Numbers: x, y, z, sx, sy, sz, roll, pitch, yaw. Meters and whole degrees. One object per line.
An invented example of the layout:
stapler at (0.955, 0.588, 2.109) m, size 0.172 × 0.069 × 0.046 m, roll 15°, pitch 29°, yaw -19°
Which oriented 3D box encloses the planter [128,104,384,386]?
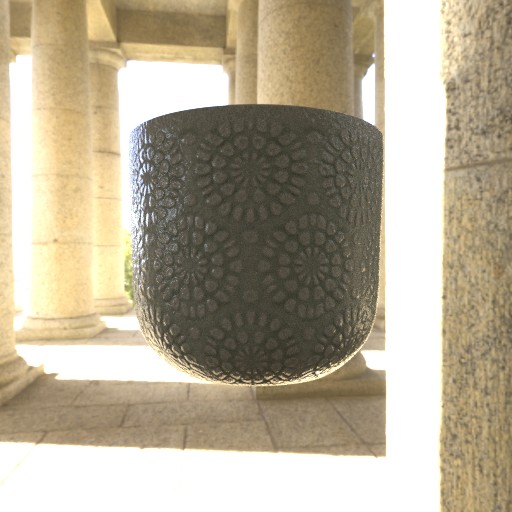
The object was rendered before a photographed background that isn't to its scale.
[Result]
planter at (0.000, 0.000, 0.306) m, size 0.169 × 0.153 × 0.169 m, roll 0°, pitch 0°, yaw 0°
